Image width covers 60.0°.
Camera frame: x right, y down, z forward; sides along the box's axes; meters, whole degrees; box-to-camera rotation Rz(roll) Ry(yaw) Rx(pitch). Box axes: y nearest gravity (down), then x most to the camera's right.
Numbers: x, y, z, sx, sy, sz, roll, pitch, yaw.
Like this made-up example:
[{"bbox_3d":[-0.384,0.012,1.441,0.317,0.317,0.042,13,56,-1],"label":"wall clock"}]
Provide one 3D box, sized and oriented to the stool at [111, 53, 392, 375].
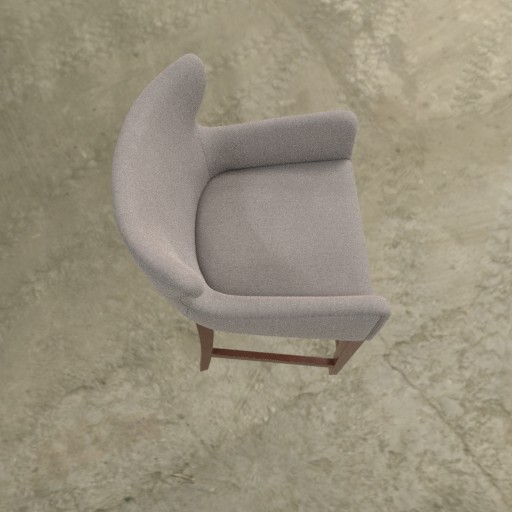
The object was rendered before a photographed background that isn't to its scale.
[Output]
[{"bbox_3d":[0.000,0.000,1.287,0.575,0.951,0.575,-2,64,-1],"label":"stool"}]
